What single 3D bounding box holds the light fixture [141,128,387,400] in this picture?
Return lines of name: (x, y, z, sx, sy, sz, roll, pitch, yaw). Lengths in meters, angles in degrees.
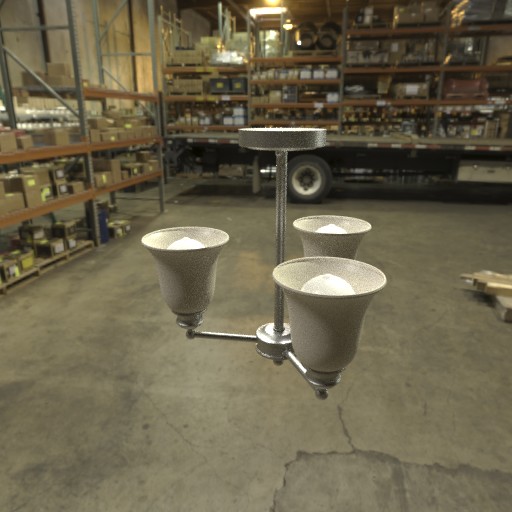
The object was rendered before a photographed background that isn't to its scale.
light fixture: (0.000, 0.000, 0.672, 0.354, 0.370, 0.388, 3, 18, 10)
